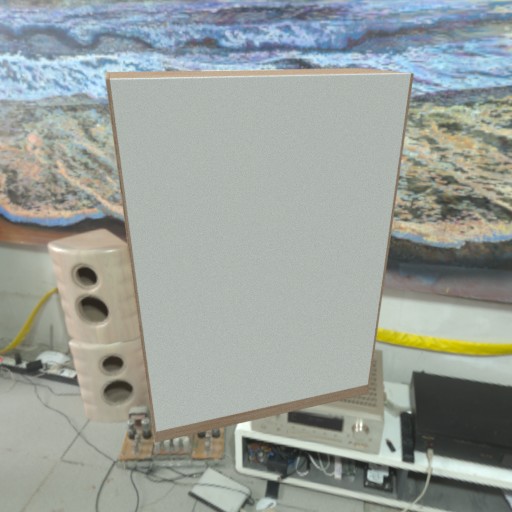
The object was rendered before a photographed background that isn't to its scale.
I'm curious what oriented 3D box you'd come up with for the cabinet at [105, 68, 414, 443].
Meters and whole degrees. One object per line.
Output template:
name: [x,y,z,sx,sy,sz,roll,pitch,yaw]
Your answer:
cabinet: [0.000,0.000,2.768,1.500,2.120,0.590,-7,26,-15]
